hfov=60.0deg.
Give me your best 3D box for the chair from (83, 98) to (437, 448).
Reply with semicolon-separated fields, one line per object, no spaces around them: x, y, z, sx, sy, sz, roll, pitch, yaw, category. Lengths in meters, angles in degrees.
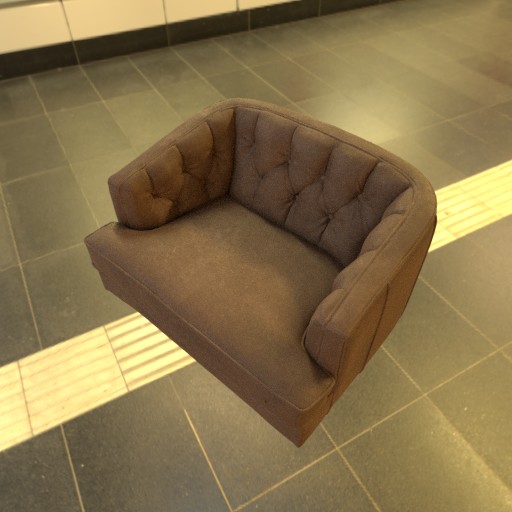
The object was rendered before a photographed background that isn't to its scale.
0.000;0.000;1.757;1.118;0.787;0.914;32;54;27;chair
